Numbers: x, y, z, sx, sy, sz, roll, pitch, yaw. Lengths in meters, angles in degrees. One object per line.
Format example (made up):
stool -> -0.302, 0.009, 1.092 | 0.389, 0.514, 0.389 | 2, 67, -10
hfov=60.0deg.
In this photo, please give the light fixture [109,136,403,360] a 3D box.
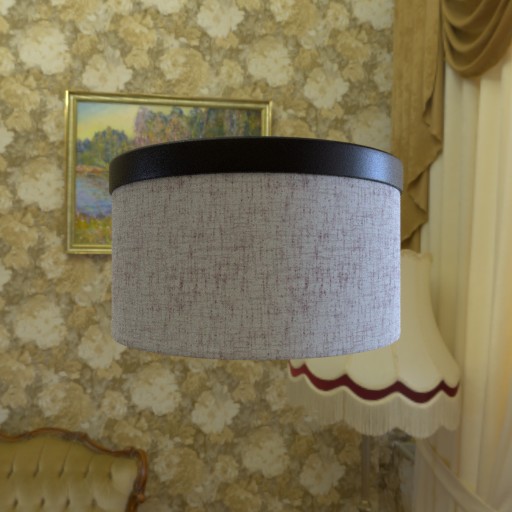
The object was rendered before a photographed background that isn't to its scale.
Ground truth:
light fixture -> 0.000, 0.000, 0.617 | 0.389, 0.229, 0.389 | 0, 0, 0
